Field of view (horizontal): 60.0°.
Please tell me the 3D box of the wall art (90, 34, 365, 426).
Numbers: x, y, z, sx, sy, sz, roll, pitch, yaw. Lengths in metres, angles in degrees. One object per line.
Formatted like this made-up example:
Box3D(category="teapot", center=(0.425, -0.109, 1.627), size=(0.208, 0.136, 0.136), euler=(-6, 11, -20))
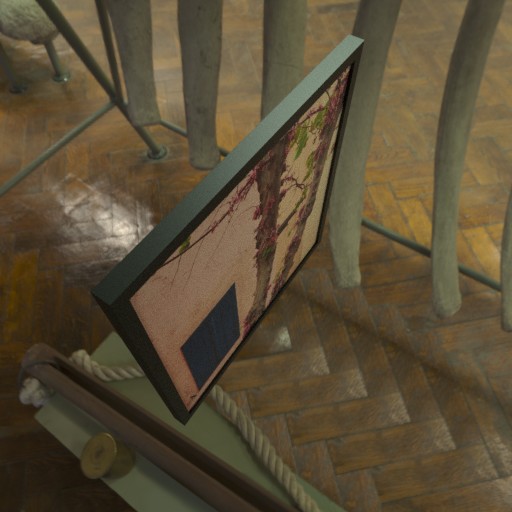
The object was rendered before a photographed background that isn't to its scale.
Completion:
Box3D(category="wall art", center=(0.000, 0.000, 1.102), size=(0.038, 0.762, 0.762), euler=(30, 62, 18))
